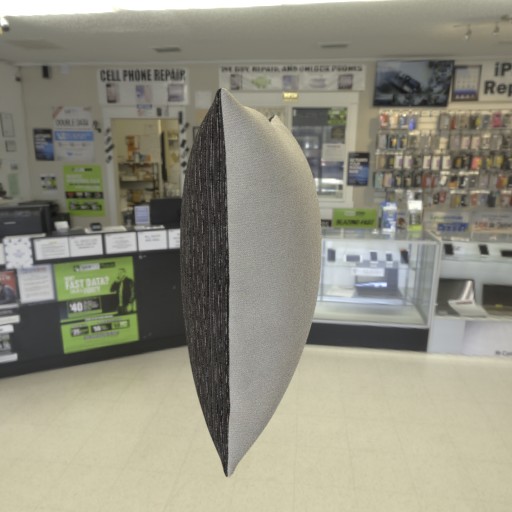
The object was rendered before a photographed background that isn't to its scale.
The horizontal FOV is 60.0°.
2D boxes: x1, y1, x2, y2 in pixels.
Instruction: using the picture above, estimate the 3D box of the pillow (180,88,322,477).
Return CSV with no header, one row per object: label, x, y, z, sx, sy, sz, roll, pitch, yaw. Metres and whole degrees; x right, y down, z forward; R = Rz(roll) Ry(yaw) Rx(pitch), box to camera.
pillow,0.000,0.000,0.673,0.196,0.434,0.433,2,14,9
